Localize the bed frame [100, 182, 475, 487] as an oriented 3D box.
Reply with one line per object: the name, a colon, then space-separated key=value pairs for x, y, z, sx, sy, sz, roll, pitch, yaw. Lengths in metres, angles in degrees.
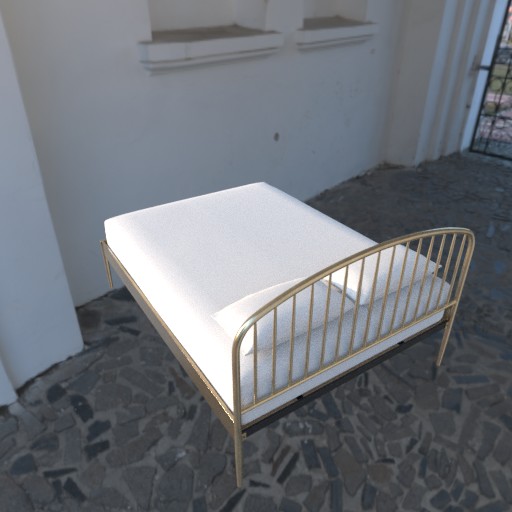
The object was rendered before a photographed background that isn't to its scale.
bed frame: x=0.000 y=0.000 z=3.109 sx=1.612 sy=1.175 sz=2.152 roll=-18 pitch=35 yaw=-28
